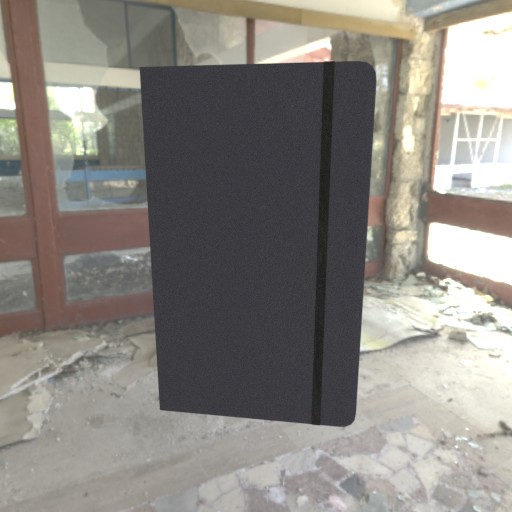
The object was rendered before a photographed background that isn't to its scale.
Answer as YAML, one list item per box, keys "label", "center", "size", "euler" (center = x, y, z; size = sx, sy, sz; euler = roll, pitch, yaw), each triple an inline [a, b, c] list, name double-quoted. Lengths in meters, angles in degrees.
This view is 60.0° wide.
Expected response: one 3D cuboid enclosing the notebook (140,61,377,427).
- label: "notebook"
  center: [0.000, 0.000, 0.266]
  size: [0.127, 0.213, 0.016]
  euler: [2, 14, 9]
